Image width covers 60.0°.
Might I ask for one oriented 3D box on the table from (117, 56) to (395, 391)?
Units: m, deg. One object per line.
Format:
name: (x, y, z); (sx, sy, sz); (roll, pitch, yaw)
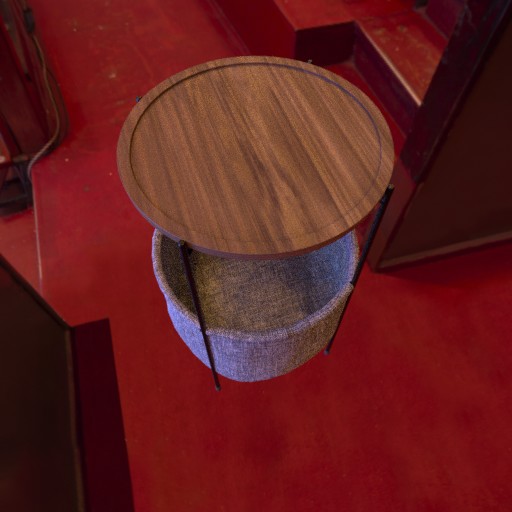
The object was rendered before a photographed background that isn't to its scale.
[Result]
table: (0.000, 0.000, 0.886); (0.400, 0.623, 0.400); (-16, 59, -10)
